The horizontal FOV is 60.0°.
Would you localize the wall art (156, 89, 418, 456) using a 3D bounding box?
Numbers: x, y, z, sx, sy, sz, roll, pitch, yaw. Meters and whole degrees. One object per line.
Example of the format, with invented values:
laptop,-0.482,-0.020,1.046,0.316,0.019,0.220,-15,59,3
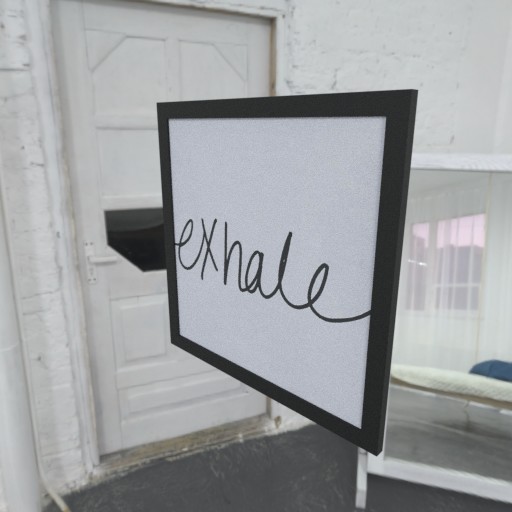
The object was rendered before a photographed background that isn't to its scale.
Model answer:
wall art,0.000,0.000,0.530,0.358,0.357,0.012,15,22,41
